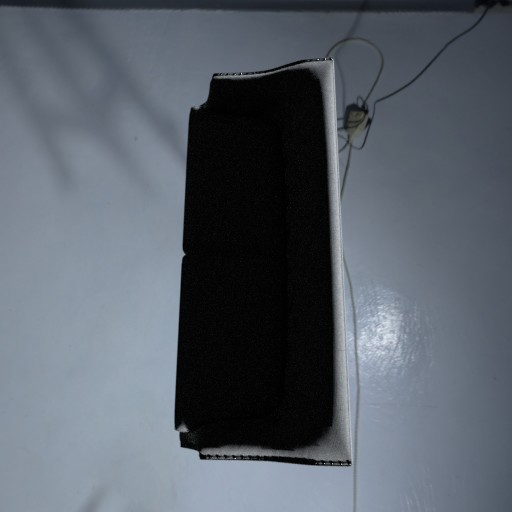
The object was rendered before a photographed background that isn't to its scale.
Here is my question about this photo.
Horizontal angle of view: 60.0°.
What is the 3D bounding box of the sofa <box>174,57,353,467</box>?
[{"bbox_3d":[0.000,0.000,2.722,0.914,0.901,2.235,0,75,0],"label":"sofa"}]
